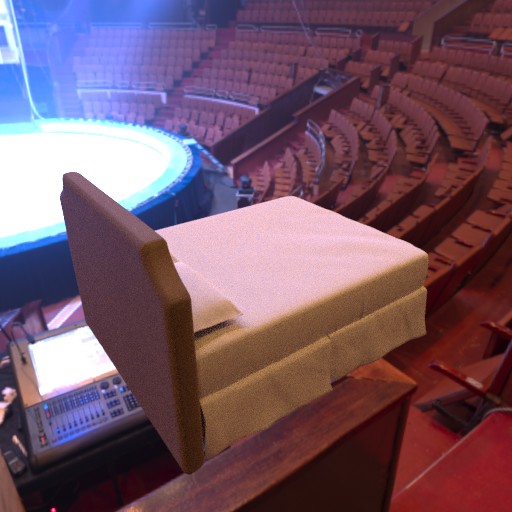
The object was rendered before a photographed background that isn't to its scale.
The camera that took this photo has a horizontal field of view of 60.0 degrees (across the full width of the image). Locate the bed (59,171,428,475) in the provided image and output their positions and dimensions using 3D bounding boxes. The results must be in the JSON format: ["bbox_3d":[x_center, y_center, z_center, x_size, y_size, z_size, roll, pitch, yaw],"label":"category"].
[{"bbox_3d":[0.000,0.000,3.161,2.116,1.290,1.693,-19,33,-32],"label":"bed"}]
